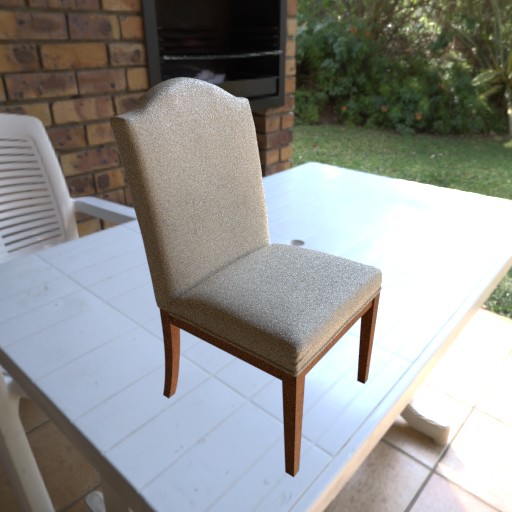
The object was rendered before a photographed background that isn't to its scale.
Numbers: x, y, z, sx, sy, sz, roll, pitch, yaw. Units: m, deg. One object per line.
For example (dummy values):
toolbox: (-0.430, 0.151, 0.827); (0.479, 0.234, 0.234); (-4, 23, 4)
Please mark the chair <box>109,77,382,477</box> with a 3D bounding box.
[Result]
chair: (0.000, 0.000, 1.385); (0.648, 1.012, 0.534); (18, 32, 33)
